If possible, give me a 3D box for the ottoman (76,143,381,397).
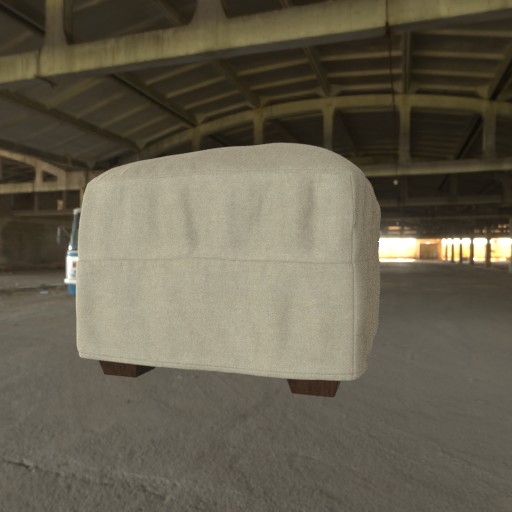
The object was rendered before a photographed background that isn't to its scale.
[{"bbox_3d":[0.000,0.000,1.106,0.584,0.480,0.712,0,1,18],"label":"ottoman"}]
